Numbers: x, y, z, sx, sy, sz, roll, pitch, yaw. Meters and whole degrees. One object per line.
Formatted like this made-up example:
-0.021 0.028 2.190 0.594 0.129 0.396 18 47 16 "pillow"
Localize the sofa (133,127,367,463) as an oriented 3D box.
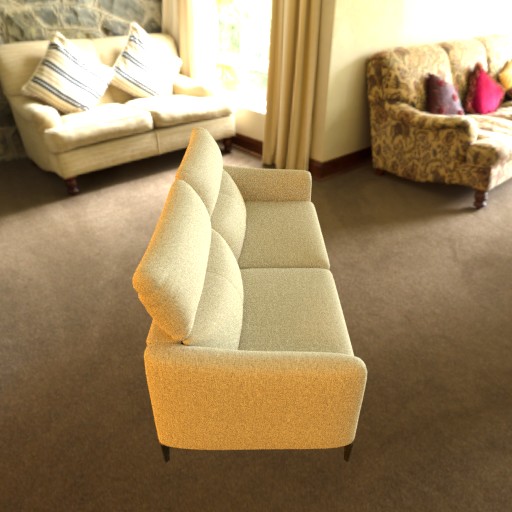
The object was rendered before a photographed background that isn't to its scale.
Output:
0.000 0.000 2.459 0.856 0.956 2.015 0 32 0 "sofa"
